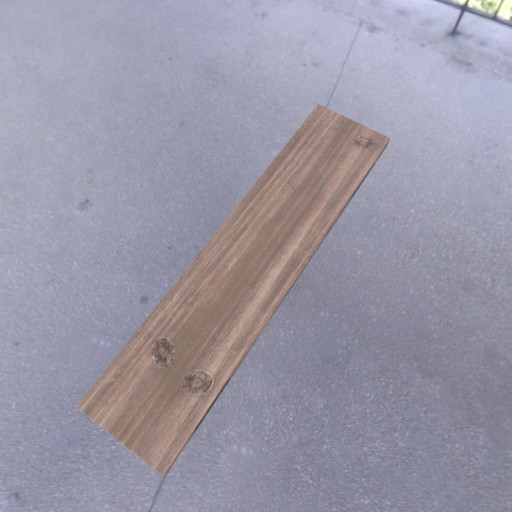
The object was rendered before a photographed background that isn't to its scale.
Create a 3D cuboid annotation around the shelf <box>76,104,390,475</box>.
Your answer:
[{"bbox_3d":[0.000,0.000,0.659,0.140,0.020,0.610,31,68,14],"label":"shelf"}]
